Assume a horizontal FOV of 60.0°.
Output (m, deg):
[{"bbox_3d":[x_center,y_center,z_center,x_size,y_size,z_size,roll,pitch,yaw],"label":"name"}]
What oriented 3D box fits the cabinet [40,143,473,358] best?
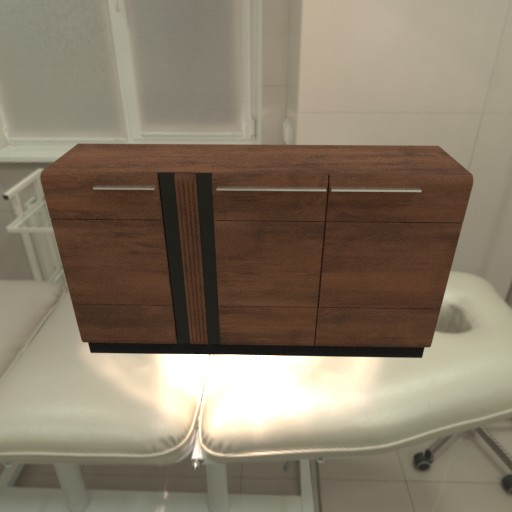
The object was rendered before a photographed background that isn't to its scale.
[{"bbox_3d":[0.000,0.000,2.011,1.600,0.900,0.420,1,30,1],"label":"cabinet"}]
